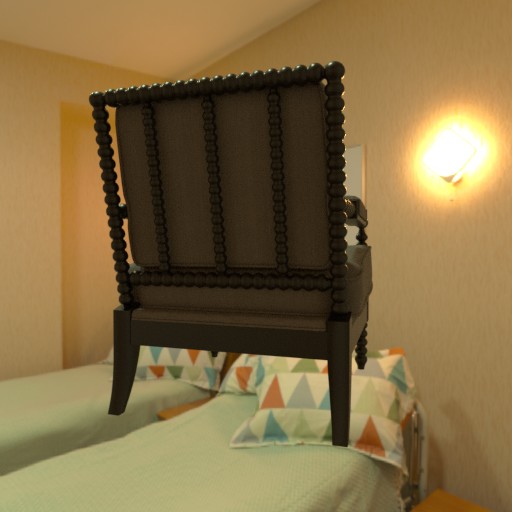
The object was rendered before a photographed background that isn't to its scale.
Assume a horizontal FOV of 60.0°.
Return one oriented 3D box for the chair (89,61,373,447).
[{"bbox_3d":[0.000,0.000,1.084,0.540,0.661,0.622,0,1,18],"label":"chair"}]
